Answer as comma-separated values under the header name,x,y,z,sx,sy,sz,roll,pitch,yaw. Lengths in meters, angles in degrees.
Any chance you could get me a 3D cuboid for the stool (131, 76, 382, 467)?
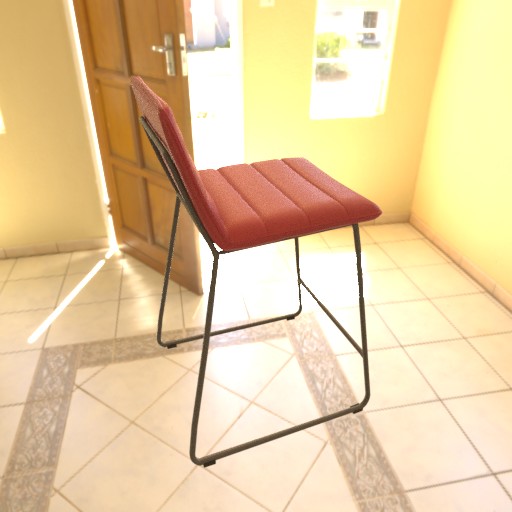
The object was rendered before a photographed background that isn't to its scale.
name,x,y,z,sx,sy,sz,roll,pitch,yaw
stool,0.000,0.000,1.159,0.524,0.866,0.489,-11,32,-18
